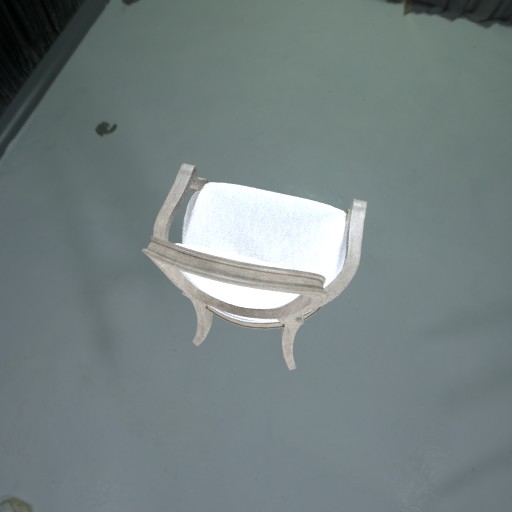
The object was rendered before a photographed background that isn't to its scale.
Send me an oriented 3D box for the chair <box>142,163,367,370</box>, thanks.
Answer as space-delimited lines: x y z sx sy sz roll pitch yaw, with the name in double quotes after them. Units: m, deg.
0.000 0.000 1.396 0.611 0.991 0.602 13 64 6 "chair"
